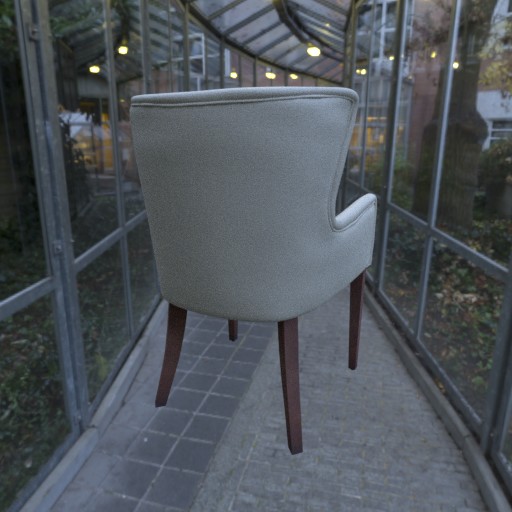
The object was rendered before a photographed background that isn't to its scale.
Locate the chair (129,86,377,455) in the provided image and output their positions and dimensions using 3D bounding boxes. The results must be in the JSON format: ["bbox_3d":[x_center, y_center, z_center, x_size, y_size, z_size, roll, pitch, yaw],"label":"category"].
[{"bbox_3d":[0.000,0.000,1.401,0.660,0.952,0.686,8,17,26],"label":"chair"}]
